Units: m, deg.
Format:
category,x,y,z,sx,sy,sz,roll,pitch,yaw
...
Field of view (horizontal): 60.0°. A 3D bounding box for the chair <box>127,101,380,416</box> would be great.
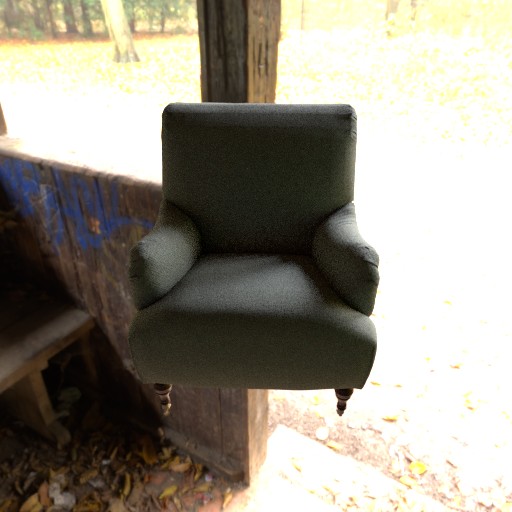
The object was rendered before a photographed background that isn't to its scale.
category,x,y,z,sx,sy,sz,roll,pitch,yaw
chair,0.000,0.000,2.007,0.964,1.178,1.060,1,30,2
